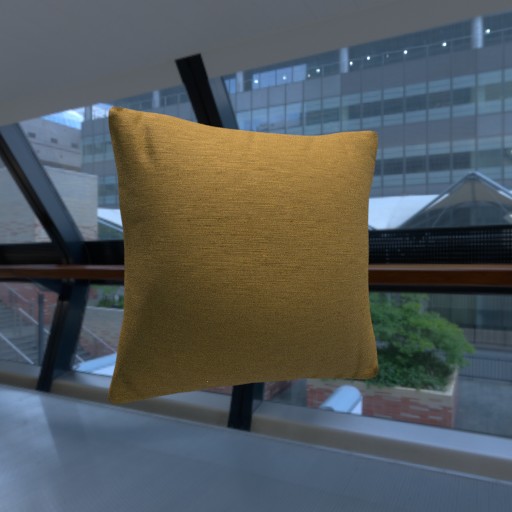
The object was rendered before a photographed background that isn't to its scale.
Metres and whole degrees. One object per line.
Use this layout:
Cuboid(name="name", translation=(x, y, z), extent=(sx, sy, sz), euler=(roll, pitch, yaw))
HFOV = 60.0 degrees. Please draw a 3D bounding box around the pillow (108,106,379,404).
Cuboid(name="pillow", translation=(0.000, 0.000, 0.684), extent=(0.435, 0.417, 0.247), euler=(0, 1, -18))
